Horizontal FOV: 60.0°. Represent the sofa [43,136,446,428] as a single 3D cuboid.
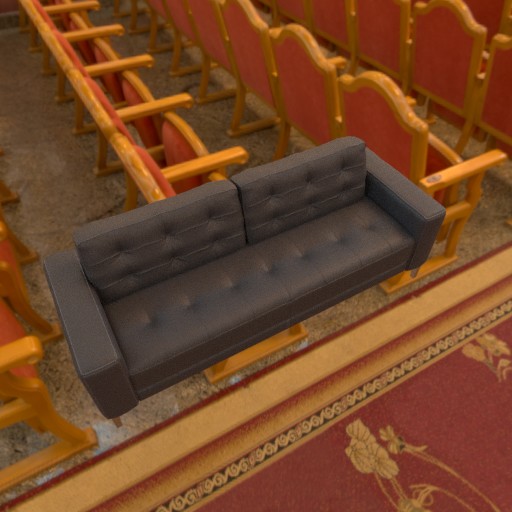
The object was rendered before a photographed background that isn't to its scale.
[{"bbox_3d":[0.000,0.000,2.702,2.275,0.893,0.833,-23,51,-20],"label":"sofa"}]
